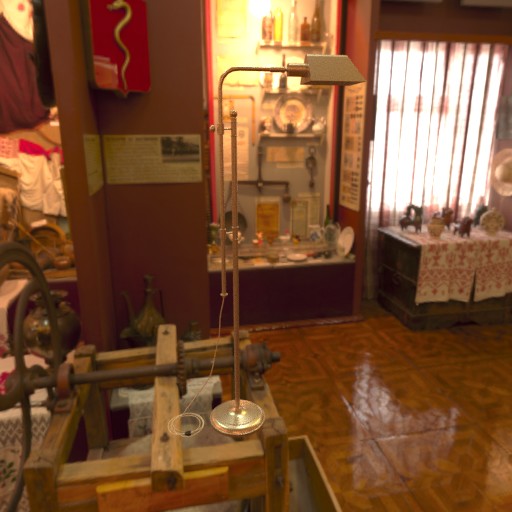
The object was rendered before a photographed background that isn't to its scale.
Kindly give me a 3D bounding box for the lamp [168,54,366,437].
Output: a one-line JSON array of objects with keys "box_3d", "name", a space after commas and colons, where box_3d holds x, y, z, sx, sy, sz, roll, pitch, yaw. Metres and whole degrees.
[{"box_3d": [0.000, 0.000, 1.863, 0.813, 1.571, 0.256, -3, 16, -9], "name": "lamp"}]
